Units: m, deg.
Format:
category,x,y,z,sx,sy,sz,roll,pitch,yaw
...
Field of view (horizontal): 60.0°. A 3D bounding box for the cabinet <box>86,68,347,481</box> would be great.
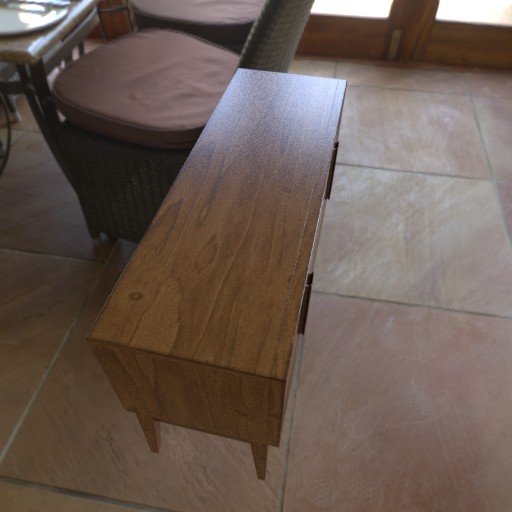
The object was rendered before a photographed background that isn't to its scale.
category,x,y,z,sx,sy,sz,roll,pitch,yaw
cabinet,0.000,0.000,1.714,0.477,0.802,1.363,10,49,9
